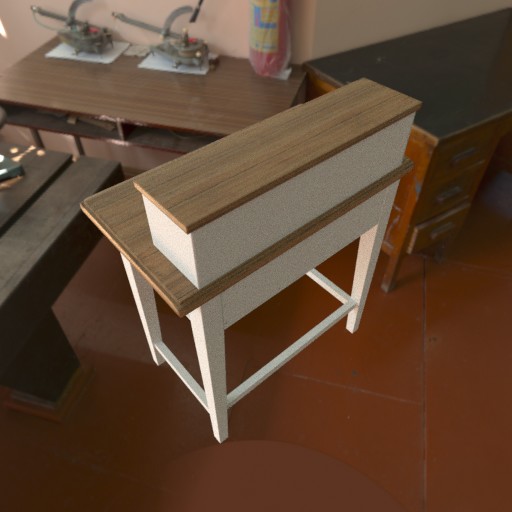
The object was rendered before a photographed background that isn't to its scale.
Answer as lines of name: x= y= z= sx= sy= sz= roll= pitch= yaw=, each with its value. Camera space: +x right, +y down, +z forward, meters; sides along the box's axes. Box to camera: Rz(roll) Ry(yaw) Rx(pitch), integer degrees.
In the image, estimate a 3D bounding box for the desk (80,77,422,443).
desk: x=0.000 y=0.000 z=1.422 sx=0.814 sy=0.981 sz=0.462 roll=-32 pitch=54 yaw=-27
